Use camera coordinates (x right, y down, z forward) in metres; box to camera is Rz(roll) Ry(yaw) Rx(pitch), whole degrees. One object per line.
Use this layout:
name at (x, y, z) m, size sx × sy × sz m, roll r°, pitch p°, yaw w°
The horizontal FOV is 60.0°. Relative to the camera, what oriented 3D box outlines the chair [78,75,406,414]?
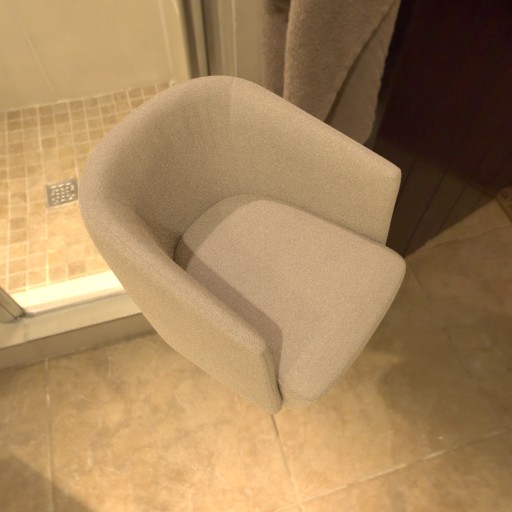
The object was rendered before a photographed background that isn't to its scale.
chair at (0.000, 0.000, 1.631) m, size 0.986 × 0.861 × 0.822 m, roll 32°, pitch 63°, yaw 18°
